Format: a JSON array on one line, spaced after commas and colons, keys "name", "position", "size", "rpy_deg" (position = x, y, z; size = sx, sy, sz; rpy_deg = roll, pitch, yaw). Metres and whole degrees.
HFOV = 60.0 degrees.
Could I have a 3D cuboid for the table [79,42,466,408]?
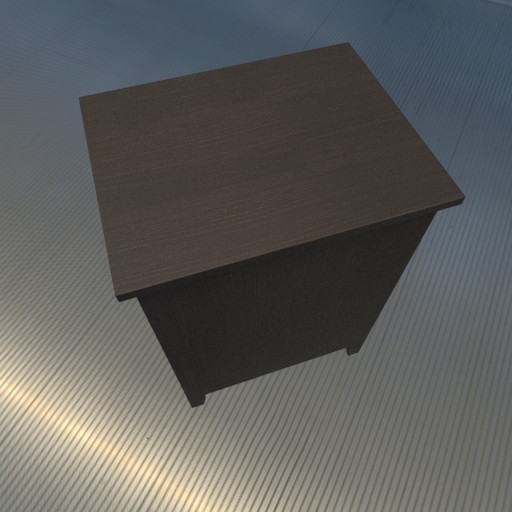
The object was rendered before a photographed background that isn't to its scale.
[{"name": "table", "position": [0.000, 0.000, 0.932], "size": [0.480, 0.635, 0.381], "rpy_deg": [-16, 59, -10]}]
